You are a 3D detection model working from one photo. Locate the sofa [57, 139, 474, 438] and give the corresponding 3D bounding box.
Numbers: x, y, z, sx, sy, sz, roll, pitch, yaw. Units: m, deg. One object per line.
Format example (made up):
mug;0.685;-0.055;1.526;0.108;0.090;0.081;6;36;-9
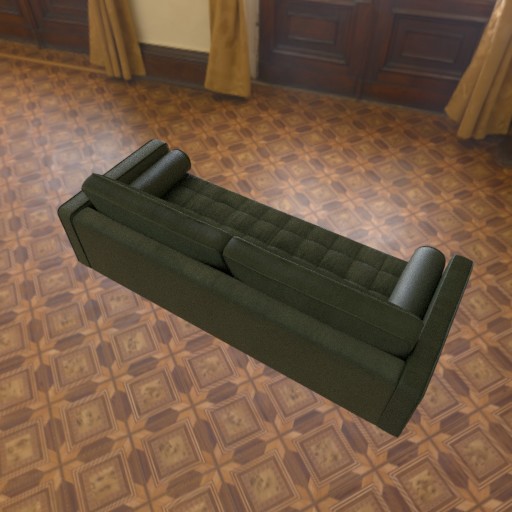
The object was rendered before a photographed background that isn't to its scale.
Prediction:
sofa;0.000;0.000;2.600;2.199;0.769;0.918;25;52;21
